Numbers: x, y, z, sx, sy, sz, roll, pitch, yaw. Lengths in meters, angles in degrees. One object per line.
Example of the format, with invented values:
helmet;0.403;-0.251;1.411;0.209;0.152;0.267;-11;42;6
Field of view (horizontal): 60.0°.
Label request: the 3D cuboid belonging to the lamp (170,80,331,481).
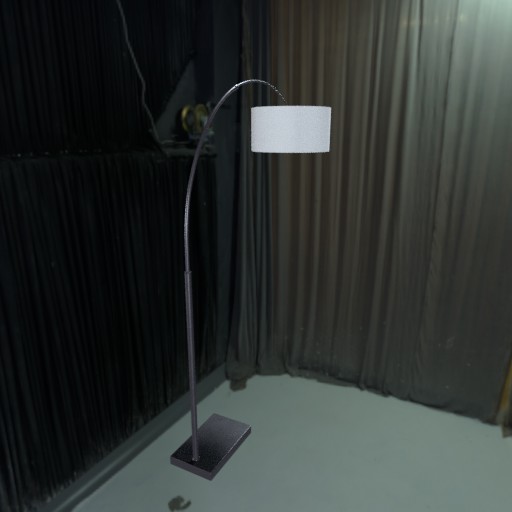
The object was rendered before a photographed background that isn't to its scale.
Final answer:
lamp;0.000;0.000;2.592;0.493;1.927;1.424;8;18;27
